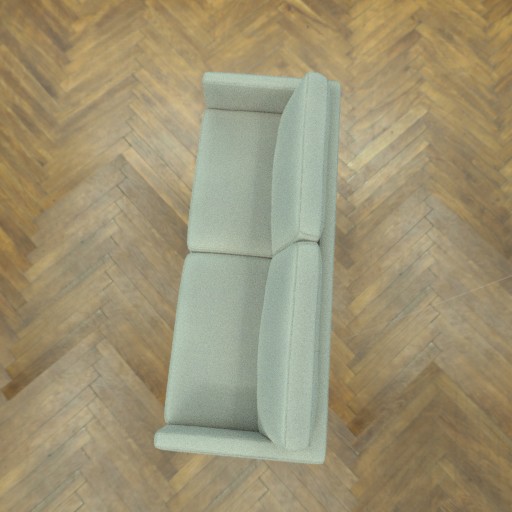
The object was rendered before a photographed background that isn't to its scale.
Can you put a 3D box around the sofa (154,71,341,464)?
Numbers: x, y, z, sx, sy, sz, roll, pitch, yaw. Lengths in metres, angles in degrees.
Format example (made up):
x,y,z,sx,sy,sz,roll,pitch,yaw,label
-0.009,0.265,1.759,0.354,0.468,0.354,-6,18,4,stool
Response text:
x,y,z,sx,sy,sz,roll,pitch,yaw,label
0.000,0.000,2.899,0.951,0.968,2.361,5,75,1,sofa
